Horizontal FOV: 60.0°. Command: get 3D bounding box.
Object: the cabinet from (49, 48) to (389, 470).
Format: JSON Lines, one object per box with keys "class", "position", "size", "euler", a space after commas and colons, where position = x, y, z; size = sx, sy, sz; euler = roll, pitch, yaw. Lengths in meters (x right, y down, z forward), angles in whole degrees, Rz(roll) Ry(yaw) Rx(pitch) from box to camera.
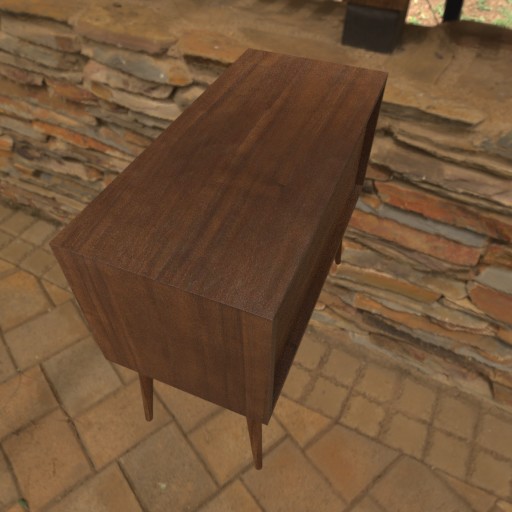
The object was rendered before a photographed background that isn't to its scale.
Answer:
{"class": "cabinet", "position": [0.000, 0.000, 1.078], "size": [0.354, 0.654, 0.743], "euler": [17, 50, 15]}
